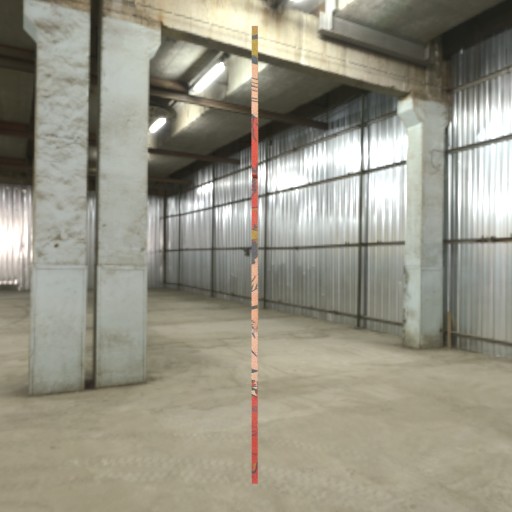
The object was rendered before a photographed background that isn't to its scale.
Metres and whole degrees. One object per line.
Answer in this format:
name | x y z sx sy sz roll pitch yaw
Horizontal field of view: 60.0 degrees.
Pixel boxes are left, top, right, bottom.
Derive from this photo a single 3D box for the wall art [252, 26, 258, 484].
wall art | 0.000 0.000 1.336 0.013 0.913 0.904 0 -1 0
